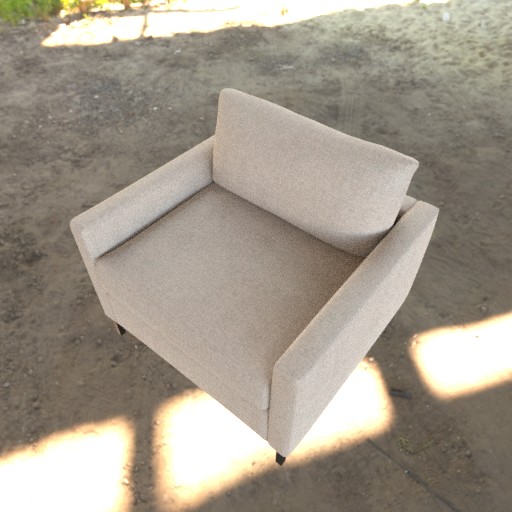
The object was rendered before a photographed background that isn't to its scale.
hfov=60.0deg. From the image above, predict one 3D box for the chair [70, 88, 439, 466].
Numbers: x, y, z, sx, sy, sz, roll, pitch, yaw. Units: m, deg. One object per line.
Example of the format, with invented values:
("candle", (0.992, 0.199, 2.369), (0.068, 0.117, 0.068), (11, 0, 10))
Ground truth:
("chair", (0.000, 0.000, 1.616), (0.963, 0.861, 0.866), (30, 52, 26))
